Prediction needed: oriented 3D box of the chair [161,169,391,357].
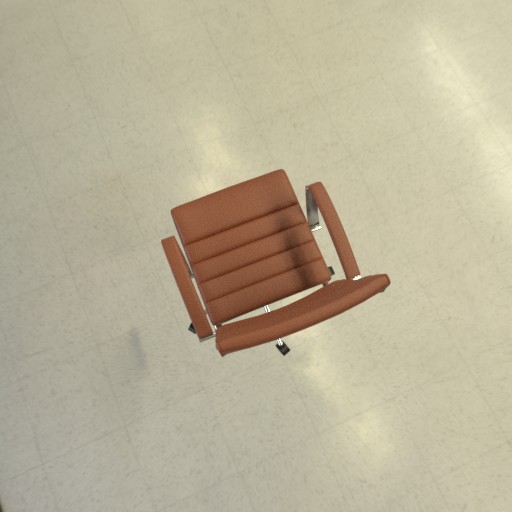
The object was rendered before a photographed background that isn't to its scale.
[{"bbox_3d":[0.000,0.000,1.652,0.766,1.149,0.739,-21,76,-5],"label":"chair"}]
